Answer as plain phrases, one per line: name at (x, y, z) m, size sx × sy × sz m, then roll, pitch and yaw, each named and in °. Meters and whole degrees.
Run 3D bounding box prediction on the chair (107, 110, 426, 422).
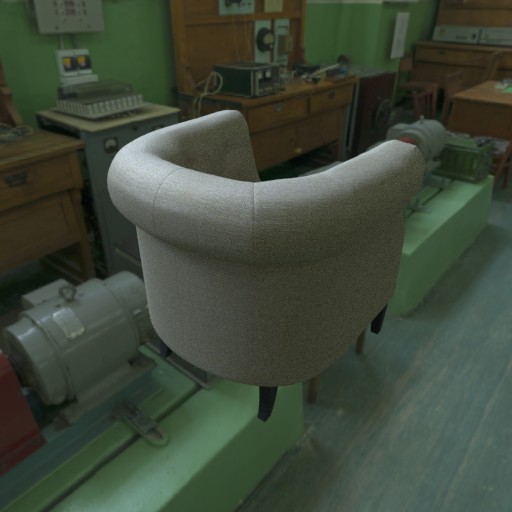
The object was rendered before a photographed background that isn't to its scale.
chair at (0.000, 0.000, 1.580) m, size 0.905 × 0.827 × 0.852 m, roll 22°, pitch 37°, yaw 32°
